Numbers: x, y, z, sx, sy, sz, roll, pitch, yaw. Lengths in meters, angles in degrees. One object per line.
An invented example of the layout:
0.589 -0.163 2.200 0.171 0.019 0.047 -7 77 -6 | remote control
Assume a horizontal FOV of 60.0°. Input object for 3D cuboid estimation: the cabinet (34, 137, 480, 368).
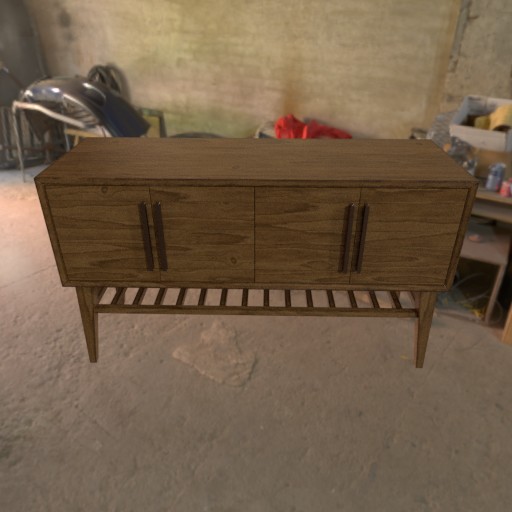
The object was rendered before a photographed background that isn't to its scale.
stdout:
0.000 0.000 1.751 1.363 0.802 0.477 1 30 1 | cabinet
